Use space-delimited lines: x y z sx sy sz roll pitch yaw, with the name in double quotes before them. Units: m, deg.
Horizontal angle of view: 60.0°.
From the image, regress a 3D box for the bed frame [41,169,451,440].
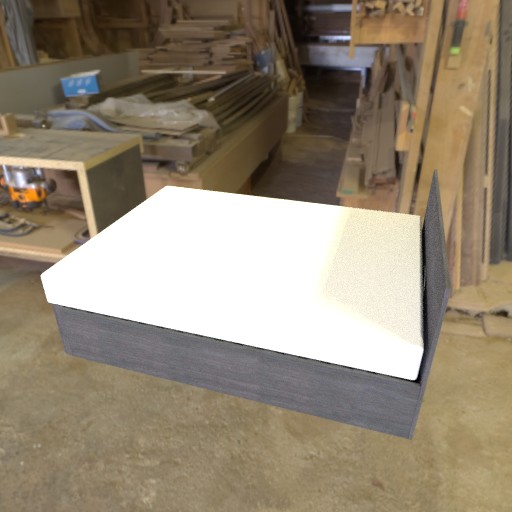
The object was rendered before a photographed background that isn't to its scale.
"bed frame" 0.000 0.000 2.600 1.900 0.800 1.400 9 30 15
